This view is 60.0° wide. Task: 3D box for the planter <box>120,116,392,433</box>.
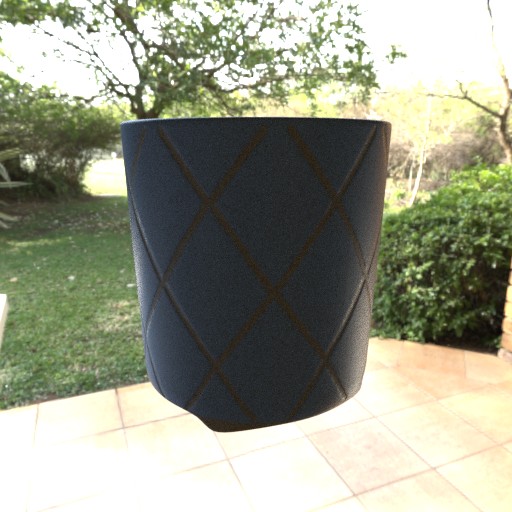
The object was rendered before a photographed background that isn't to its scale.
[{"bbox_3d":[0.000,0.000,0.349,0.191,0.200,0.191,0,14,0],"label":"planter"}]
